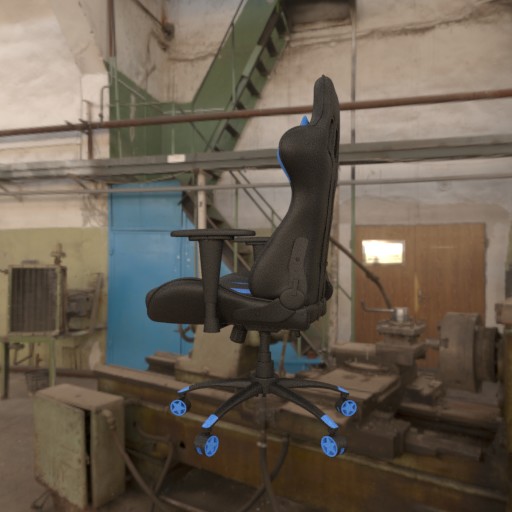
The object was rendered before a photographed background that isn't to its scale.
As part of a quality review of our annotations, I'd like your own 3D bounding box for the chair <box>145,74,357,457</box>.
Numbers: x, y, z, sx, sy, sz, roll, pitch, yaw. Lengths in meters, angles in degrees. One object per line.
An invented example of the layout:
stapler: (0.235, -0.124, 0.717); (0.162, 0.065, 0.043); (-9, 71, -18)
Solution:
chair: (0.000, 0.000, 1.705); (0.730, 1.282, 0.695); (0, 0, 17)
